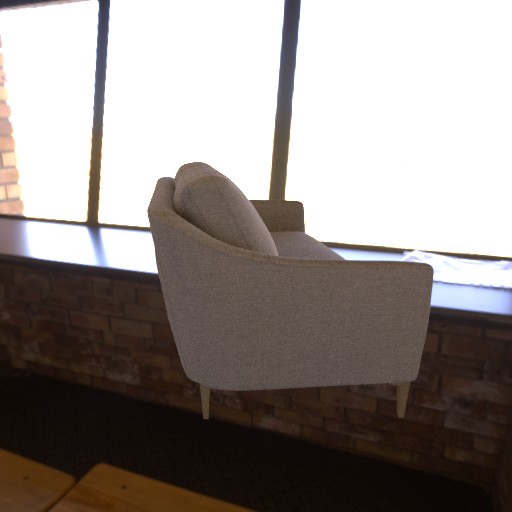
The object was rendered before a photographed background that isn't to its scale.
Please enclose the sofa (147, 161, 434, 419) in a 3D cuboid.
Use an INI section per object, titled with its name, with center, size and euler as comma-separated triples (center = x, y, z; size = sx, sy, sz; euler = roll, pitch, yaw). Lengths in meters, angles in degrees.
[sofa]
center = 0.000, 0.000, 2.199
size = 0.960, 0.904, 1.619
euler = -3, 15, -10
